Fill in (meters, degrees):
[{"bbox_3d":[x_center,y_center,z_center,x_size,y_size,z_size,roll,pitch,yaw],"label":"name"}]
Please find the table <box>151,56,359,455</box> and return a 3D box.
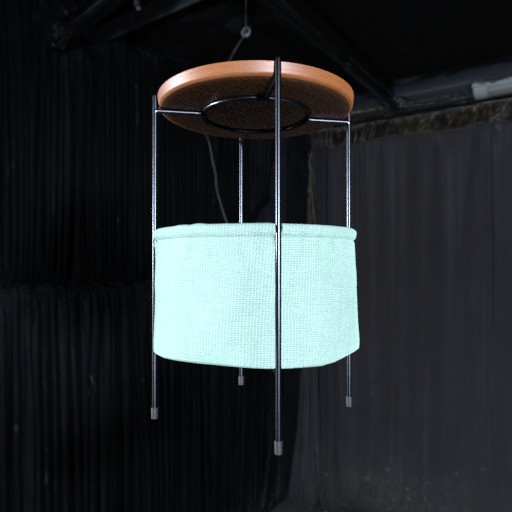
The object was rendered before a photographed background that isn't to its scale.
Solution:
[{"bbox_3d":[0.000,0.000,0.889,0.400,0.623,0.400,0,-1,35],"label":"table"}]
